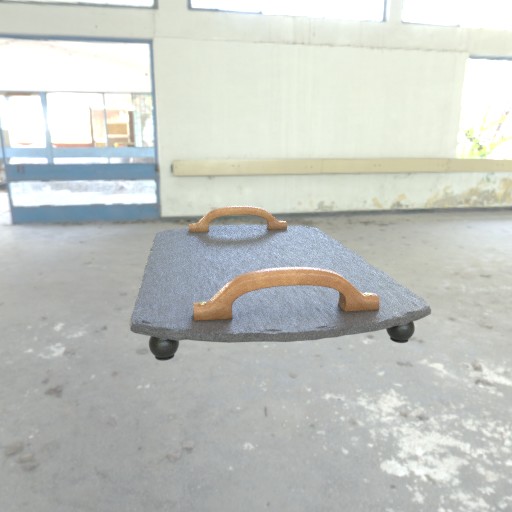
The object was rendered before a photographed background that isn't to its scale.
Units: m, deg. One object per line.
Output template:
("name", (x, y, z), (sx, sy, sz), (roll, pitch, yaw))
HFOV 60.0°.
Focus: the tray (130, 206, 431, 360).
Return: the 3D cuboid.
("tray", (0.000, 0.000, 0.472), (0.231, 0.062, 0.387), (-2, 15, -9))
